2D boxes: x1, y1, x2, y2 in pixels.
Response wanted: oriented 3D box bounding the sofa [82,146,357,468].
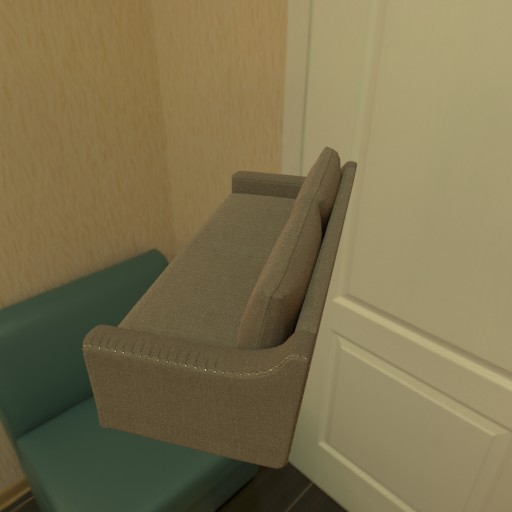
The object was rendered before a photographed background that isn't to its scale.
[{"bbox_3d":[0.000,0.000,2.713,1.000,0.857,2.208,8,32,13],"label":"sofa"}]
